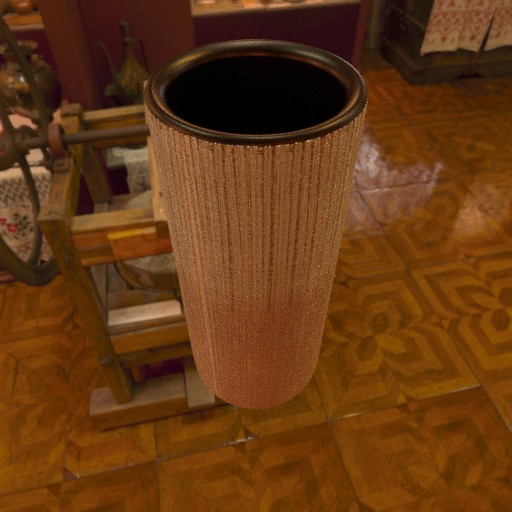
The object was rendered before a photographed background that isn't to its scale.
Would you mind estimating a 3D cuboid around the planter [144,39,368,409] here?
[{"bbox_3d":[0.000,0.000,0.280,0.100,0.227,0.100,-8,47,-7],"label":"planter"}]
